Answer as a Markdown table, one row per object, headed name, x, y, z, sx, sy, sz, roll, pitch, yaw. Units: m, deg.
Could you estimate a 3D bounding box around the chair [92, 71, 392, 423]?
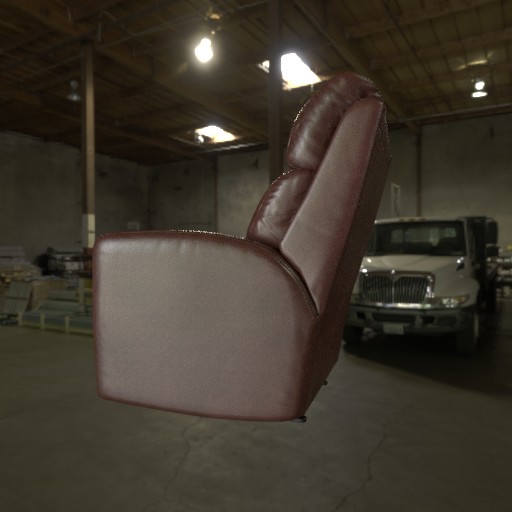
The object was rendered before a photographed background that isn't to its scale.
| name | x | y | z | sx | sy | sz | roll | pitch | yaw |
| --- | --- | --- | --- | --- | --- | --- | --- | --- | --- |
| chair | 0.000 | 0.000 | 1.624 | 0.939 | 1.016 | 0.787 | 0 | 0 | 18 |
